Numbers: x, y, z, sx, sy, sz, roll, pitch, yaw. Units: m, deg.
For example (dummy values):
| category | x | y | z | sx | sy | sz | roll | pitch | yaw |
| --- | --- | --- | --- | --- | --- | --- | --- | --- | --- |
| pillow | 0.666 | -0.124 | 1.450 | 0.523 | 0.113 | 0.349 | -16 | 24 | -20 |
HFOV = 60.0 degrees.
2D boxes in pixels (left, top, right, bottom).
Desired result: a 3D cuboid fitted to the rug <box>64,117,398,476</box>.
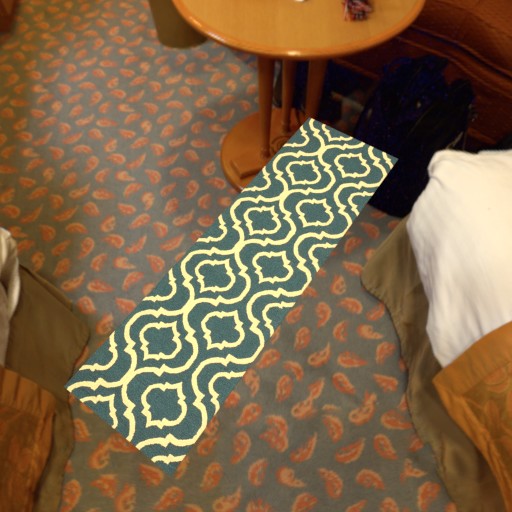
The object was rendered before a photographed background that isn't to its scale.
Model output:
| category | x | y | z | sx | sy | sz | roll | pitch | yaw |
| --- | --- | --- | --- | --- | --- | --- | --- | --- | --- |
| rug | 0.000 | 0.000 | 2.548 | 0.685 | 0.006 | 2.296 | 31 | 64 | 17 |
